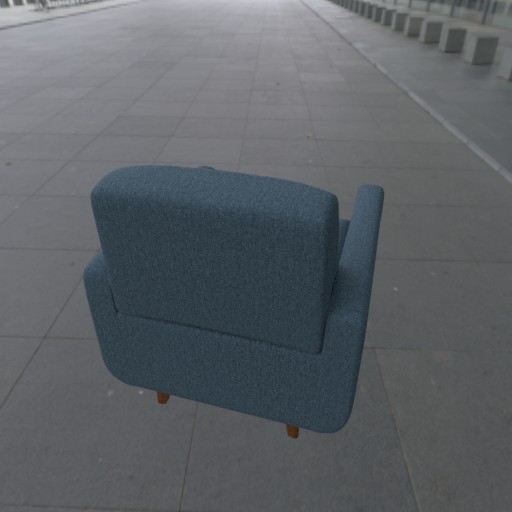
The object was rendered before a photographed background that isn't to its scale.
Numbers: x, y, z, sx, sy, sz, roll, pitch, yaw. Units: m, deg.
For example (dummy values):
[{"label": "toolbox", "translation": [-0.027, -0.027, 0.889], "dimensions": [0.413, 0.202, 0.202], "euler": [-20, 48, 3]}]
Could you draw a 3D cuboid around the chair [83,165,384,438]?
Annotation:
[{"label": "chair", "translation": [0.000, 0.000, 1.698], "dimensions": [0.880, 0.940, 0.964], "euler": [9, 33, 14]}]
